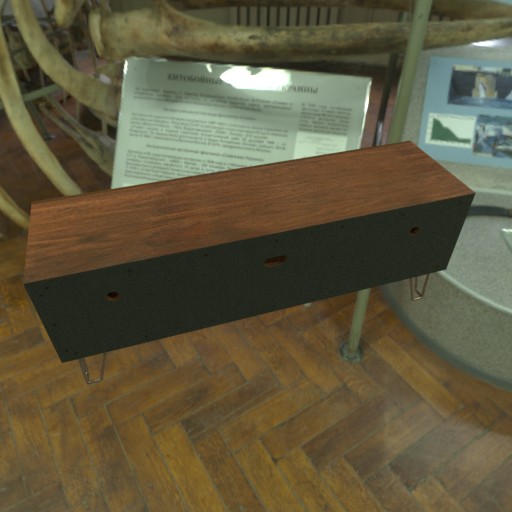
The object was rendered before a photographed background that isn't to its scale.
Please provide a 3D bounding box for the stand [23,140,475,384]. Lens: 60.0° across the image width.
[{"bbox_3d":[0.000,0.000,1.894,1.626,0.610,0.481,-12,43,-13],"label":"stand"}]
